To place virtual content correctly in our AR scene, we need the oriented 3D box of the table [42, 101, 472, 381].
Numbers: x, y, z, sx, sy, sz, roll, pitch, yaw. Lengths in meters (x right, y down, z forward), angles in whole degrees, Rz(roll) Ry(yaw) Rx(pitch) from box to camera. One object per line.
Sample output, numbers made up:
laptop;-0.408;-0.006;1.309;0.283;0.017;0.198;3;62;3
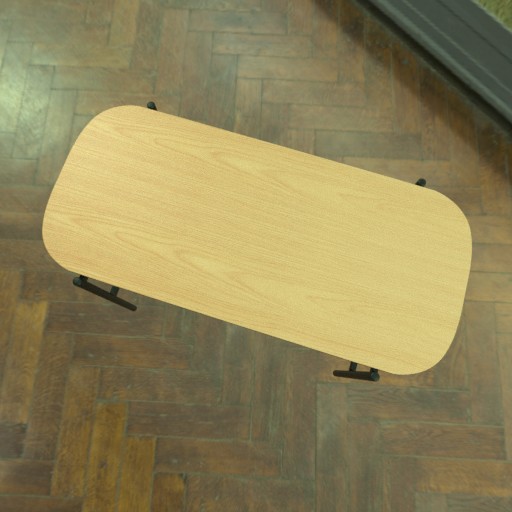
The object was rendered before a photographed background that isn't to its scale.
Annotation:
table;0.000;0.000;1.031;0.800;0.400;0.400;17;77;4
